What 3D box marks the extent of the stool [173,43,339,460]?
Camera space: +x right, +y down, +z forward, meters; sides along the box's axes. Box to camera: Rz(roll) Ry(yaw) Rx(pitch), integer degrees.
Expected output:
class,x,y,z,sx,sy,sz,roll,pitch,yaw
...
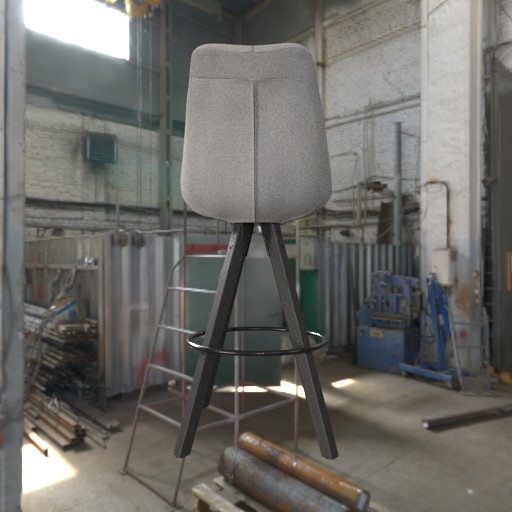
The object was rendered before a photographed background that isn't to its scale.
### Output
class,x,y,z,sx,sy,sz,roll,pitch,yaw
stool,0.000,0.000,1.408,0.485,1.115,0.550,0,0,1
